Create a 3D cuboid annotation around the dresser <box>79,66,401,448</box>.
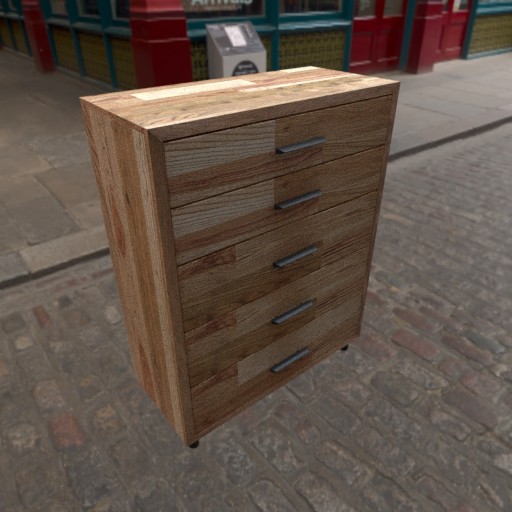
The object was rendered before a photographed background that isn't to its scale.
[{"bbox_3d":[0.000,0.000,1.739,0.966,1.243,0.480,-22,38,-32],"label":"dresser"}]
